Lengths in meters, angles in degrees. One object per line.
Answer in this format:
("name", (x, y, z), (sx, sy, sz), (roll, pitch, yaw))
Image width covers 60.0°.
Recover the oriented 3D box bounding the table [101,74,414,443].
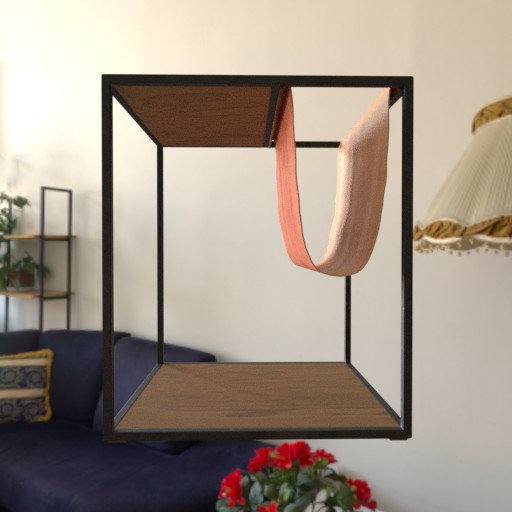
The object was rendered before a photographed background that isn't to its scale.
("table", (0.000, 0.000, 0.841), (0.450, 0.536, 0.399), (0, 1, -1))
